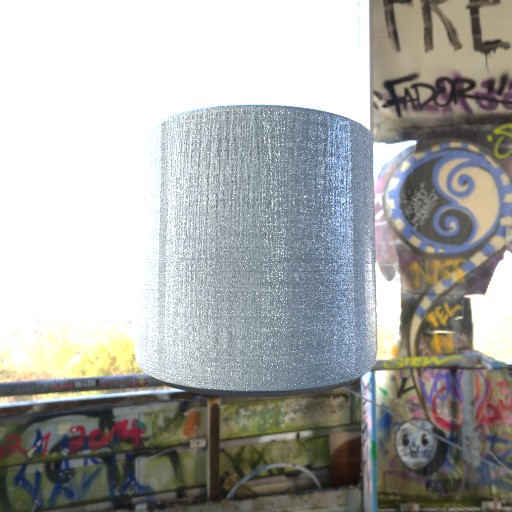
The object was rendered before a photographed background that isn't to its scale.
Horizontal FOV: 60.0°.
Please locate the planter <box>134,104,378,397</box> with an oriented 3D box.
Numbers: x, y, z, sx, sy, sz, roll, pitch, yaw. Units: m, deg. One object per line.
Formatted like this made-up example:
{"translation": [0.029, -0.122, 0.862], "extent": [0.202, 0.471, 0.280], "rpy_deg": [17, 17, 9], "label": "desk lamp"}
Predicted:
{"translation": [0.000, 0.000, 0.304], "extent": [0.160, 0.156, 0.160], "rpy_deg": [0, -2, 0], "label": "planter"}
